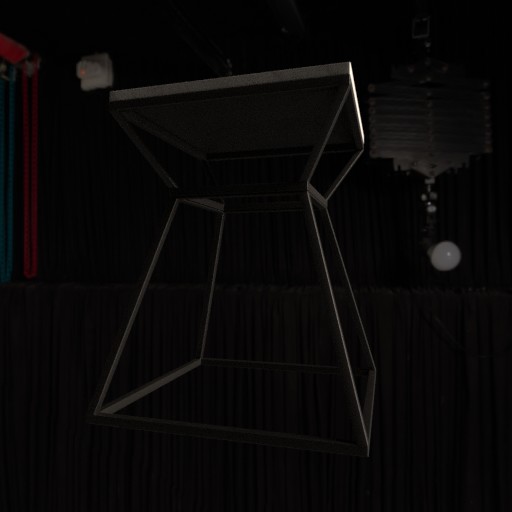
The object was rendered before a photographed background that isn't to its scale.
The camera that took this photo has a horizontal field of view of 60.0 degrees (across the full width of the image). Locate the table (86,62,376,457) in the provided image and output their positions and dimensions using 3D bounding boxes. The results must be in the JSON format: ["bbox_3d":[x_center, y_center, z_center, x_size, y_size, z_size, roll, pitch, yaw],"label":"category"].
[{"bbox_3d":[0.000,0.000,0.892,0.455,0.559,0.455,0,-1,16],"label":"table"}]
